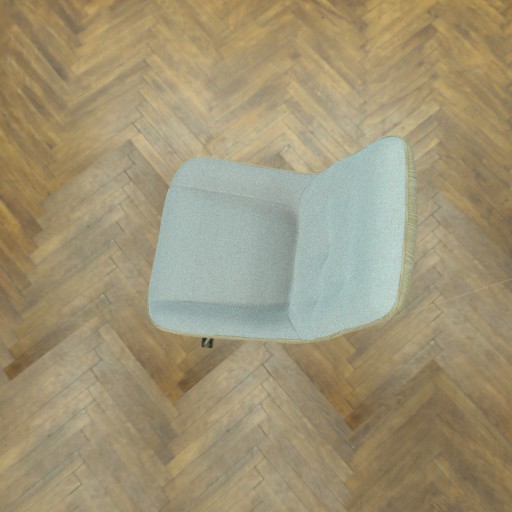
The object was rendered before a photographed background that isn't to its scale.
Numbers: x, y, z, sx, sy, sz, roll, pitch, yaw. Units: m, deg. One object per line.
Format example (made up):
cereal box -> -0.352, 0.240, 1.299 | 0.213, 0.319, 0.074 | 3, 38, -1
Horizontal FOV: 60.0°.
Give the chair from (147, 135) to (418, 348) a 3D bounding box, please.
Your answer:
chair -> 0.000, 0.000, 1.353 | 0.668, 0.952, 0.564 | 7, 76, 2
